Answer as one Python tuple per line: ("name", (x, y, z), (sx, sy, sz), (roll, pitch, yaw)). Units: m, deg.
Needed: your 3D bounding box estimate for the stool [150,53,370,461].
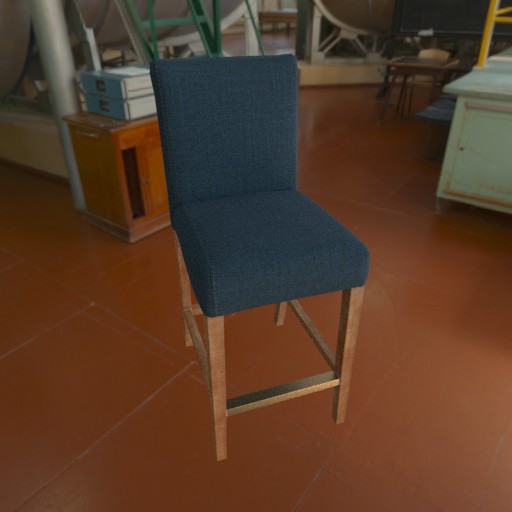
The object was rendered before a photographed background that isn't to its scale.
("stool", (0.000, 0.000, 1.325), (0.454, 1.039, 0.567), (-10, 33, -16))
